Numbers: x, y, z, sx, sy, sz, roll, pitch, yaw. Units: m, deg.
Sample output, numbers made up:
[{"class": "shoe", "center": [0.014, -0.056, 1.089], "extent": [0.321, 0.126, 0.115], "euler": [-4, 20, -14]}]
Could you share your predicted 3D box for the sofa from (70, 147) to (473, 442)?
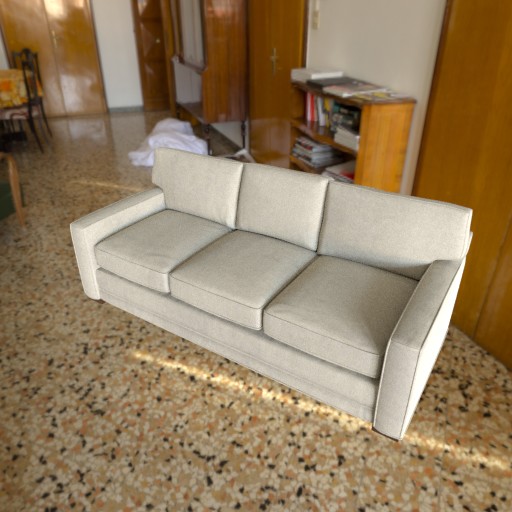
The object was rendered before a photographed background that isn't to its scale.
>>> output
[{"class": "sofa", "center": [0.000, 0.000, 2.558], "extent": [2.093, 0.862, 0.936], "euler": [17, 34, 28]}]
